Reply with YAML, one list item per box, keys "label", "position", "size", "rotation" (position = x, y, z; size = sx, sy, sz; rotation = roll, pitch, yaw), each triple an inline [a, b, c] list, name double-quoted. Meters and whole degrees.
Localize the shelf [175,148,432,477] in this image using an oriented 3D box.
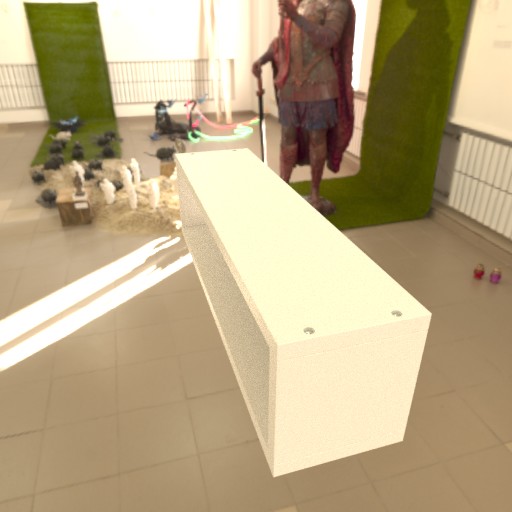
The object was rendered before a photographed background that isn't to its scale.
- label: "shelf"
  position: [0.000, 0.000, 0.682]
  size: [0.150, 0.170, 0.610]
  rotation: [-8, 29, -15]
